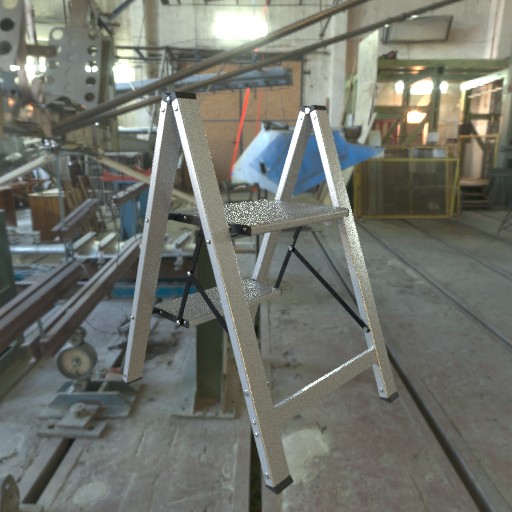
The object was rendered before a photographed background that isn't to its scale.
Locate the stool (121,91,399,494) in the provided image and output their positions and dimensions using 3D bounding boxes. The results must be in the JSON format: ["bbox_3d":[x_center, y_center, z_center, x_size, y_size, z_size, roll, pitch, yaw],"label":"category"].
[{"bbox_3d":[0.000,0.000,1.007,0.535,0.670,0.440,14,20,43],"label":"stool"}]
